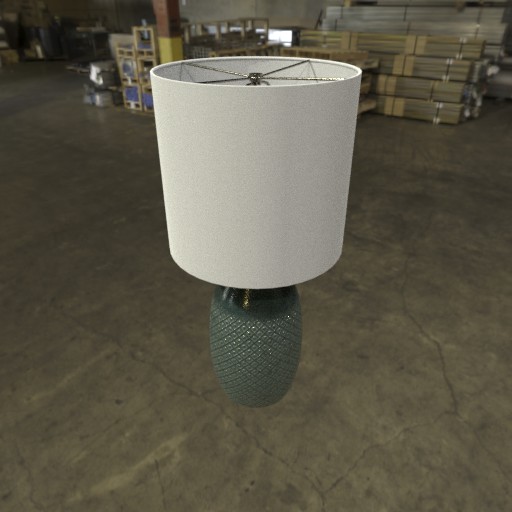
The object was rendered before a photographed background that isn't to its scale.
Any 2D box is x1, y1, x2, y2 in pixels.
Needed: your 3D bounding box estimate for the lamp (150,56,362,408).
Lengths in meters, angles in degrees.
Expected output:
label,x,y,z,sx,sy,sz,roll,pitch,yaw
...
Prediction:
label,x,y,z,sx,sy,sz,roll,pitch,yaw
lamp,0.000,0.000,0.576,0.217,0.453,0.217,20,36,30
